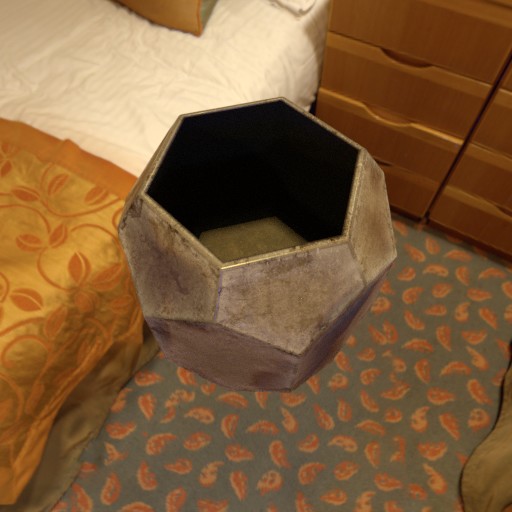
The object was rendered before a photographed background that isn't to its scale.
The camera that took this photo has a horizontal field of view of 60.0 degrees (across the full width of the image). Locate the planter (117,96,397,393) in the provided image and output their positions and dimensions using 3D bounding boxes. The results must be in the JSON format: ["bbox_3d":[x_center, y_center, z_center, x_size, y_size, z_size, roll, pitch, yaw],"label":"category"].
[{"bbox_3d":[0.000,0.000,0.428,0.221,0.238,0.243,-13,59,-8],"label":"planter"}]
